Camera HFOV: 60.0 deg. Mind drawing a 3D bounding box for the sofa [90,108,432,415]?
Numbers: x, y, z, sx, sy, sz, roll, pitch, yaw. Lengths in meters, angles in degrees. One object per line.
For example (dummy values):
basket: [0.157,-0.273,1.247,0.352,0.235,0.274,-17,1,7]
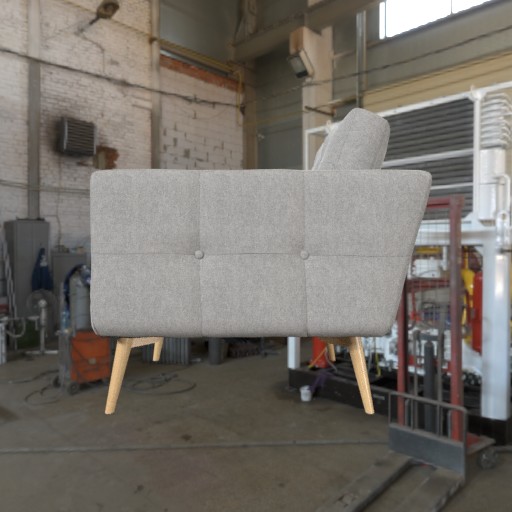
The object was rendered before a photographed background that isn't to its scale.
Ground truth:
sofa: [0.000,0.000,1.506,0.920,0.860,0.770,0,1,0]
